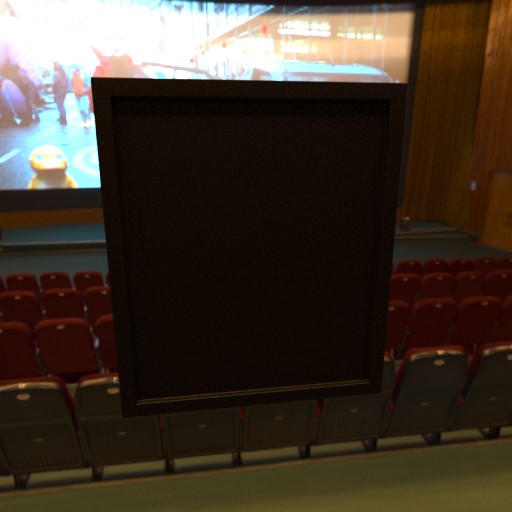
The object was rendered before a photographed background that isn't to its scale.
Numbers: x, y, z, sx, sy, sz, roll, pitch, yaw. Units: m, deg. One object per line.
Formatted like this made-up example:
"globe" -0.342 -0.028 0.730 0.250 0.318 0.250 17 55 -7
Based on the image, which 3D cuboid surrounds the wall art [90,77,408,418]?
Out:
"wall art" 0.000 0.000 0.517 0.328 0.381 0.028 -3 16 -9
